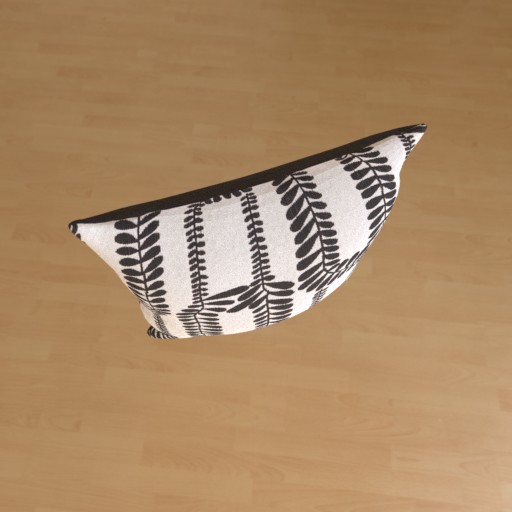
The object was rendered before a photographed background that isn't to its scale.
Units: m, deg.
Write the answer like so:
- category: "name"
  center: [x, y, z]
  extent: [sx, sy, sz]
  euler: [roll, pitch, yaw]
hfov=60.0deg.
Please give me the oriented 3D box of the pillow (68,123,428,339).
- category: "pillow"
  center: [0.000, 0.000, 0.690]
  extent: [0.440, 0.441, 0.182]
  euler: [-18, 66, -8]
